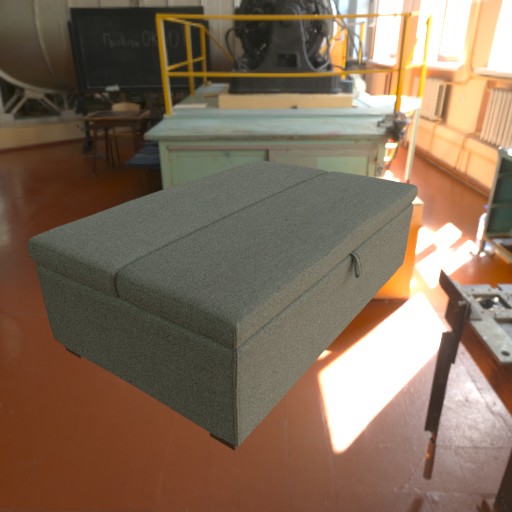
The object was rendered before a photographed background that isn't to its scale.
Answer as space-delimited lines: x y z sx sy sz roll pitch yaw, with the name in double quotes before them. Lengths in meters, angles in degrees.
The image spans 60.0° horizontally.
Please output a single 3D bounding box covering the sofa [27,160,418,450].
"sofa" 0.000 0.000 1.640 0.817 0.434 1.250 17 30 31
